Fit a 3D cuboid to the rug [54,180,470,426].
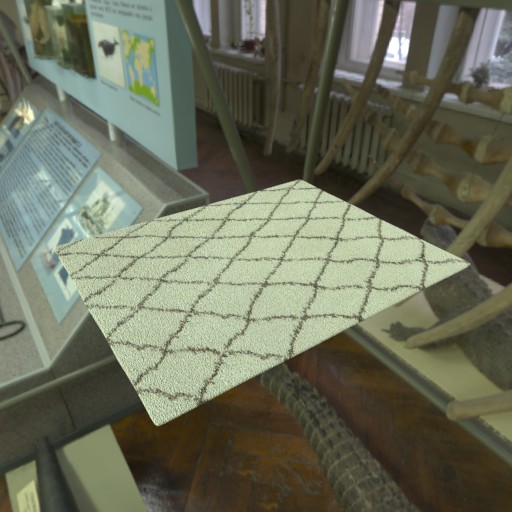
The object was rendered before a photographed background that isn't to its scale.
[{"bbox_3d":[0.000,0.000,4.123,3.047,0.029,2.438,-20,37,-29],"label":"rug"}]
